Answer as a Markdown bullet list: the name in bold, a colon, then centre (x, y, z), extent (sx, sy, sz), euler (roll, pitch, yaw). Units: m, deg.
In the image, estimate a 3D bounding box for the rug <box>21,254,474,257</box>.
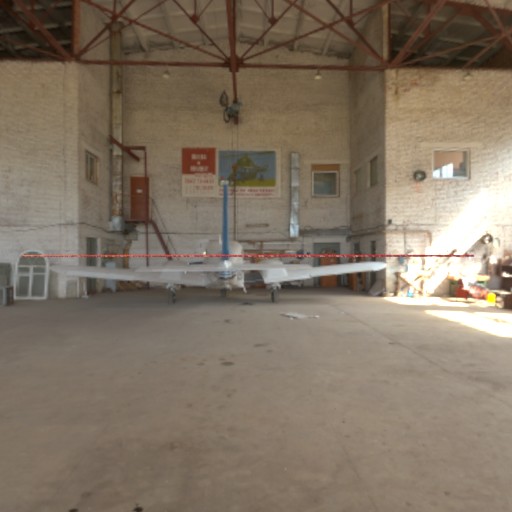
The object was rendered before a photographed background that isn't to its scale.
- **rug**: centre (0.000, 0.000, 2.976), extent (2.442, 0.010, 1.531), euler (0, 0, 18)
